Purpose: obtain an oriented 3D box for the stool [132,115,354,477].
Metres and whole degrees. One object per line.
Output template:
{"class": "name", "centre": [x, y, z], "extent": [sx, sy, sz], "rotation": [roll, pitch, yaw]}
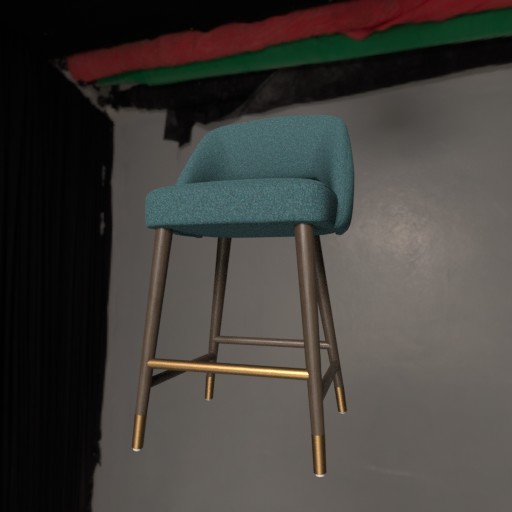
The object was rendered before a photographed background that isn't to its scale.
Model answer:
{"class": "stool", "centre": [0.000, 0.000, 1.243], "extent": [0.536, 0.939, 0.522], "rotation": [0, -2, 18]}
